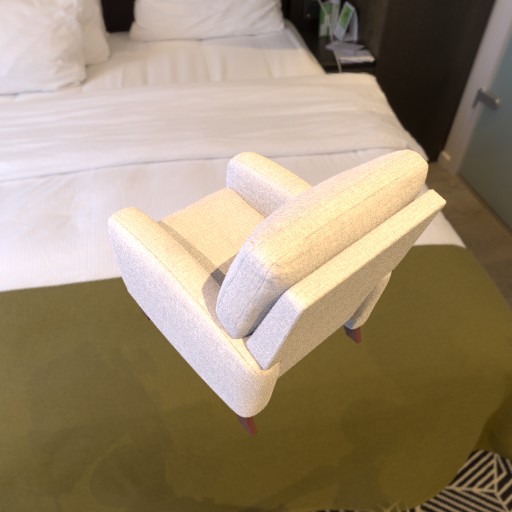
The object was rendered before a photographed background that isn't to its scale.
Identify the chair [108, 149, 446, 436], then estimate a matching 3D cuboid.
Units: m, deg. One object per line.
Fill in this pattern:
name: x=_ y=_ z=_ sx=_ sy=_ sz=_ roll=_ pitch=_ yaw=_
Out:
chair: x=0.000 y=0.000 z=1.671 sx=0.762 sy=0.990 sz=0.990 roll=-32 pitch=53 yaw=-28
